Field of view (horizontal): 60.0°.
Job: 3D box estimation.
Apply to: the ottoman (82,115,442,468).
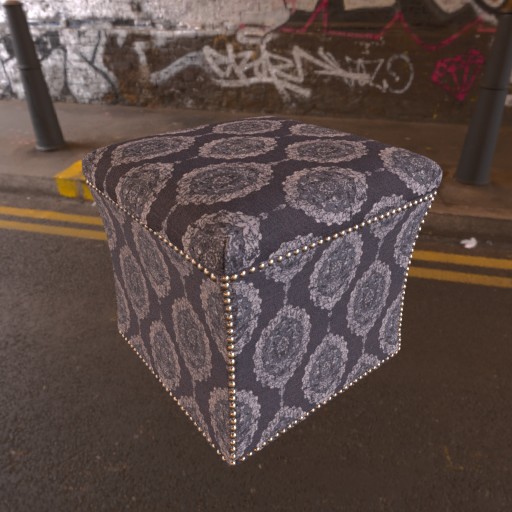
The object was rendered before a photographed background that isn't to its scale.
[{"bbox_3d":[0.000,0.000,0.920,0.507,0.475,0.497,-21,36,-33],"label":"ottoman"}]
